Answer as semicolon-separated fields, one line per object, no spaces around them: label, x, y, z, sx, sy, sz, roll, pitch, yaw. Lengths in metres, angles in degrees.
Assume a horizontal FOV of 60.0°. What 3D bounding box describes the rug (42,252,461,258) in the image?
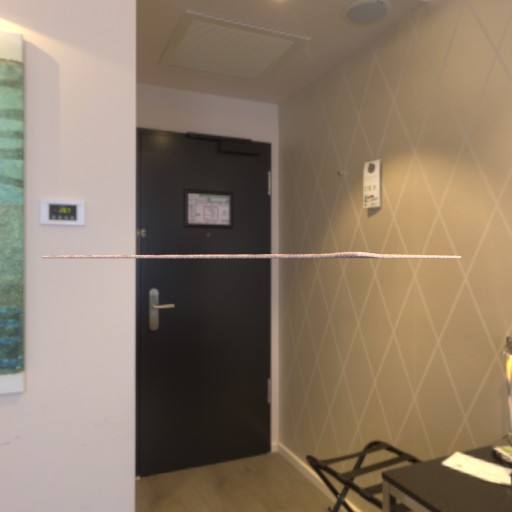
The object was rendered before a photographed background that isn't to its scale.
rug;0.000;0.000;4.105;3.052;0.043;2.453;0;0;36
